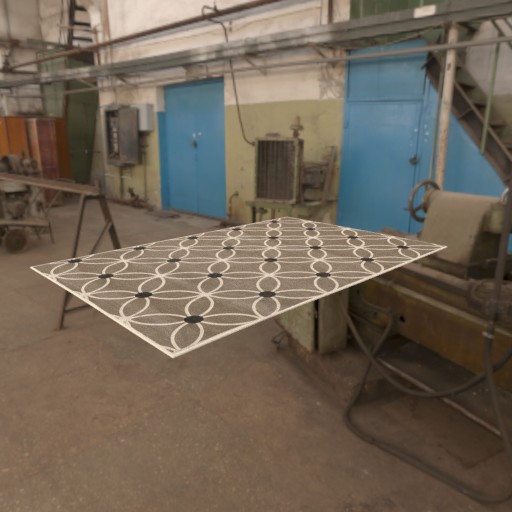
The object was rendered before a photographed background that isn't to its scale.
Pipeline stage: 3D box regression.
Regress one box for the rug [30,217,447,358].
[{"bbox_3d":[0.000,0.000,2.878,2.284,0.008,1.522,-15,22,-42],"label":"rug"}]
